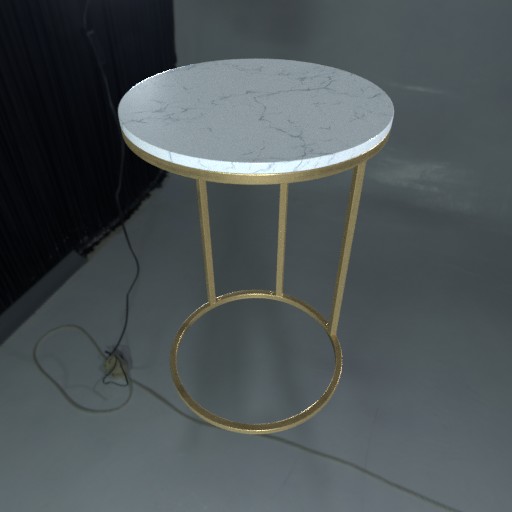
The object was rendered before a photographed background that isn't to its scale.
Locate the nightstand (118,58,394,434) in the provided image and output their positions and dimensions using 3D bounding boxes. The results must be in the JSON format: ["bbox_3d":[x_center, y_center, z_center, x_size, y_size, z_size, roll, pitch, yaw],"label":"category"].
[{"bbox_3d":[0.000,0.000,0.855,0.400,0.610,0.400,12,41,14],"label":"nightstand"}]
